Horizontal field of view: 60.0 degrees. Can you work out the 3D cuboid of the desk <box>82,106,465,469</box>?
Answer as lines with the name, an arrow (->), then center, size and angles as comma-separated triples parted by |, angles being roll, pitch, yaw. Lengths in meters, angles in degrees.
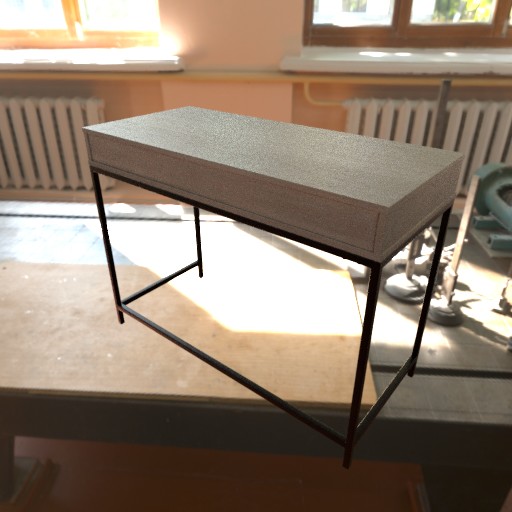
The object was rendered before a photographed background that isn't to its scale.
desk -> 0.000, 0.000, 1.444 | 1.016, 0.762, 0.470 | 21, 35, 33
